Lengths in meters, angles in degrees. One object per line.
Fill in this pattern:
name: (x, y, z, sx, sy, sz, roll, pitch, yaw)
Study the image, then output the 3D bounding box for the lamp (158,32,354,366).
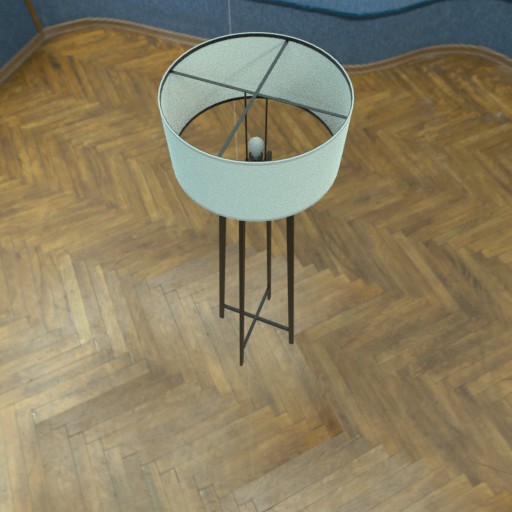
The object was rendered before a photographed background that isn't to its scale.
lamp: (0.000, 0.000, 1.688, 0.457, 1.510, 0.456, 19, 61, 11)
